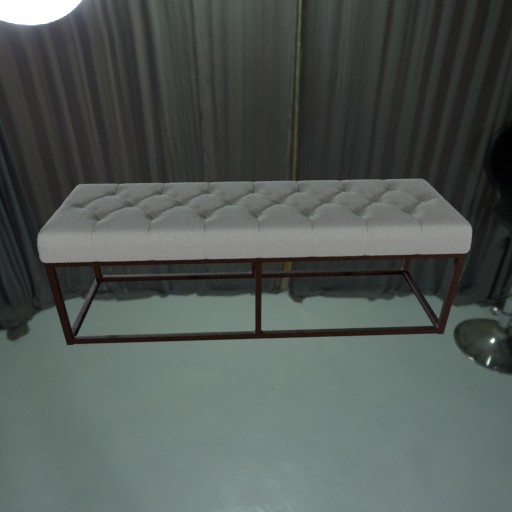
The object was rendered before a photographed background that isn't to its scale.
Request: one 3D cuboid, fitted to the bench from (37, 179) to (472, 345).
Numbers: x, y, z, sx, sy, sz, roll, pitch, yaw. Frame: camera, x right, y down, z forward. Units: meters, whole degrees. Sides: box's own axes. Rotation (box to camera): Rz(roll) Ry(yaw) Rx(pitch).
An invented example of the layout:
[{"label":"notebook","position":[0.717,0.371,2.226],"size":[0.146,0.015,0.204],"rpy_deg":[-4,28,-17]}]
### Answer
[{"label":"bench","position":[0.000,0.000,1.785],"size":[1.488,0.488,0.479],"rpy_deg":[-1,31,-2]}]
